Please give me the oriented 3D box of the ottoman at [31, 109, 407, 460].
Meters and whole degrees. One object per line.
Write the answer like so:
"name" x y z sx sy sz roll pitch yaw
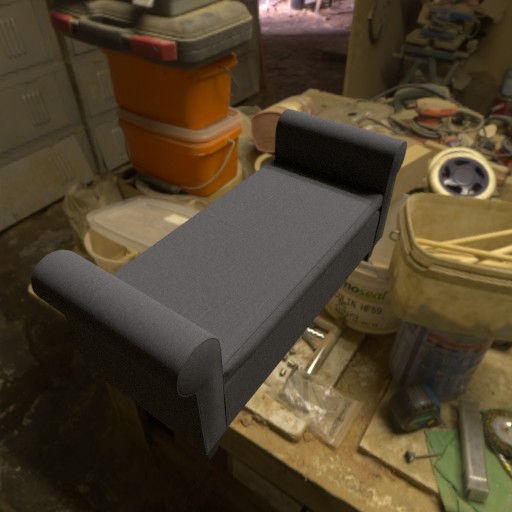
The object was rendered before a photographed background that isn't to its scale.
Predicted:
"ottoman" 0.000 0.000 1.535 0.521 0.547 1.256 25 47 26
